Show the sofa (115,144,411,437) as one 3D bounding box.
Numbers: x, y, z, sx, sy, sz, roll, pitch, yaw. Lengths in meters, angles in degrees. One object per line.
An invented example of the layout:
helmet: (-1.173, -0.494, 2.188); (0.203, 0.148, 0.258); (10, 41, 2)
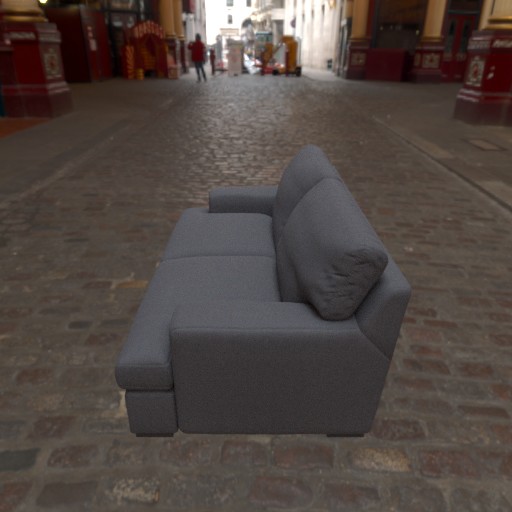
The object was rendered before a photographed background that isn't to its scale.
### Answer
sofa: (0.000, 0.000, 2.531); (1.143, 0.940, 1.880); (0, 26, 0)
